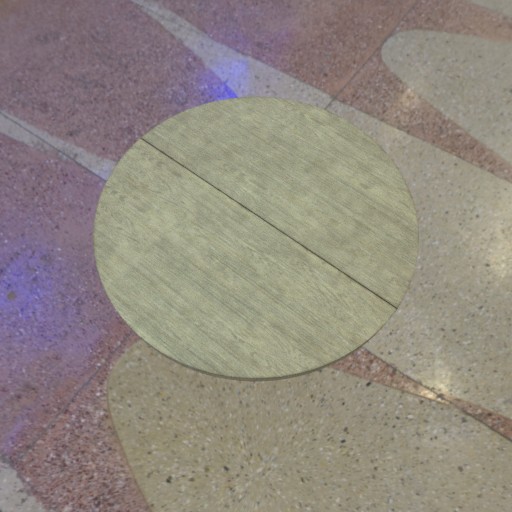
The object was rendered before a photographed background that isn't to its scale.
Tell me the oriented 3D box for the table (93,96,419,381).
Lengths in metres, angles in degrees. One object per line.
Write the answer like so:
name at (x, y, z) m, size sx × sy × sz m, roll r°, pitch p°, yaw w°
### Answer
table at (0.000, 0.000, 2.220) m, size 1.363 × 0.781 × 1.363 m, roll 0°, pitch 63°, yaw 0°
